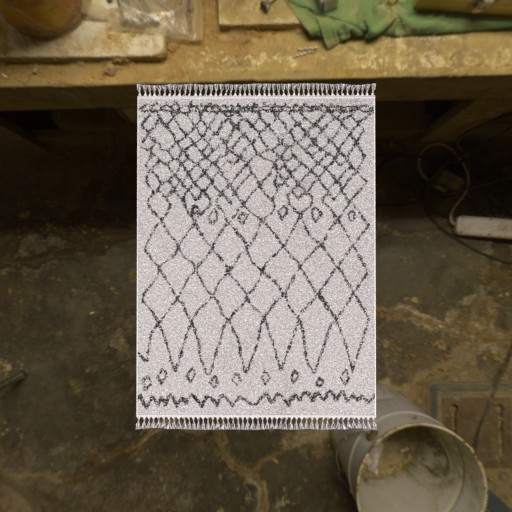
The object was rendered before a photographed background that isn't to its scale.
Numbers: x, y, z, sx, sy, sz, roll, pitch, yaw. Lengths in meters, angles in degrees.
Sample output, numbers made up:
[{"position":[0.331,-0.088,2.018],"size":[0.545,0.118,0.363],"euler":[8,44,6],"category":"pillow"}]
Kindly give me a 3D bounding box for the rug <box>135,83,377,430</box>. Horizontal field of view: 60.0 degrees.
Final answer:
[{"position":[0.000,0.000,2.965],"size":[1.613,0.017,2.312],"euler":[0,89,0],"category":"rug"}]
